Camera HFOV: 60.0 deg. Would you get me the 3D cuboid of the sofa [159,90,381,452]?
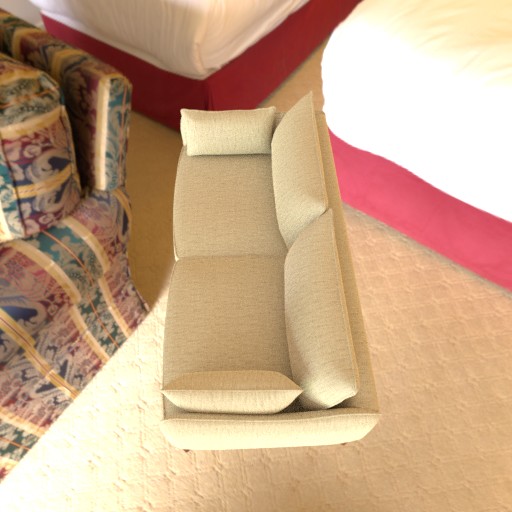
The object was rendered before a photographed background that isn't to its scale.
[{"bbox_3d":[0.000,0.000,2.522,0.991,0.860,1.989,-2,58,-1],"label":"sofa"}]
